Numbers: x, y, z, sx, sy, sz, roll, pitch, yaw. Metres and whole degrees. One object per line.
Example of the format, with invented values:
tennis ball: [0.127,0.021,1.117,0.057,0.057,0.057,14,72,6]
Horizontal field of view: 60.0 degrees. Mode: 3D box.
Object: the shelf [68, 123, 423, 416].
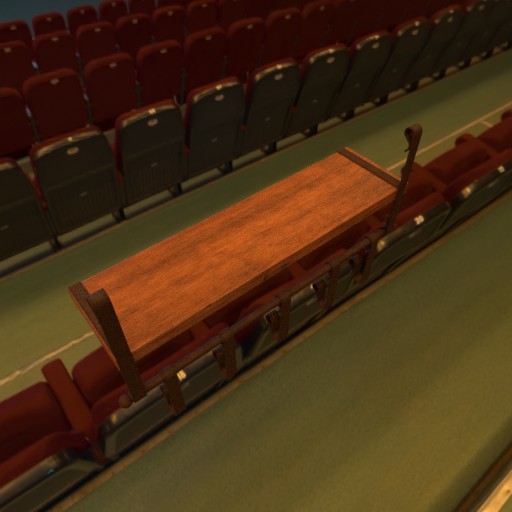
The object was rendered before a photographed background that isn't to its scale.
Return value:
shelf: [0.000,0.000,0.708,0.567,0.330,0.146,-30,54,-26]
